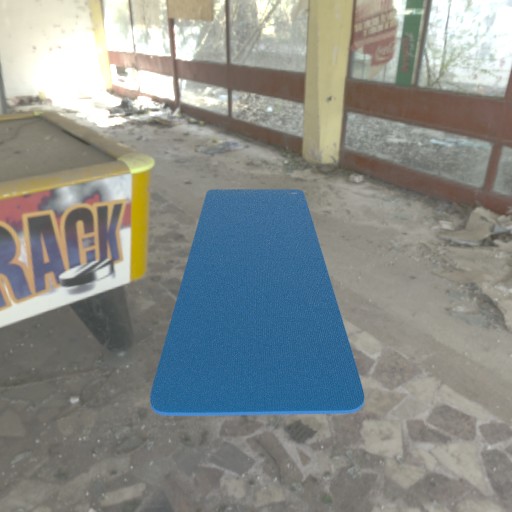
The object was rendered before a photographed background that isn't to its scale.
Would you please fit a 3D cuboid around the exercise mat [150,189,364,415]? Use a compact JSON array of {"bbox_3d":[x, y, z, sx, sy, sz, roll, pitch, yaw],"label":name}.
[{"bbox_3d":[0.000,0.000,2.048,0.616,0.021,1.869,0,28,0],"label":"exercise mat"}]
